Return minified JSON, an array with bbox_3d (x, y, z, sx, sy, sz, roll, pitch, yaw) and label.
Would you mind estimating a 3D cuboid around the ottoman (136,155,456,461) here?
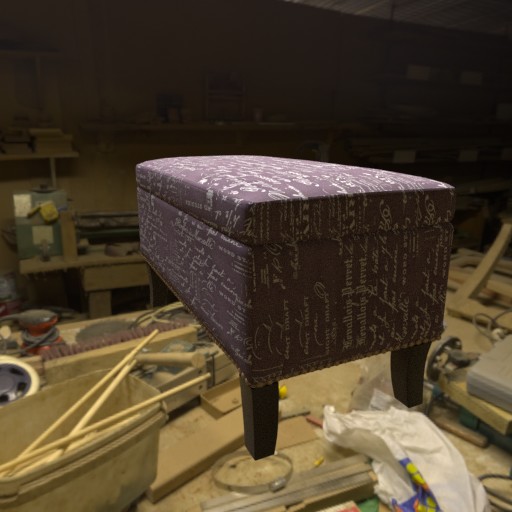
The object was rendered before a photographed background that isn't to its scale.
[{"bbox_3d":[0.000,0.000,1.073,0.406,0.457,0.813,-7,17,-24],"label":"ottoman"}]
